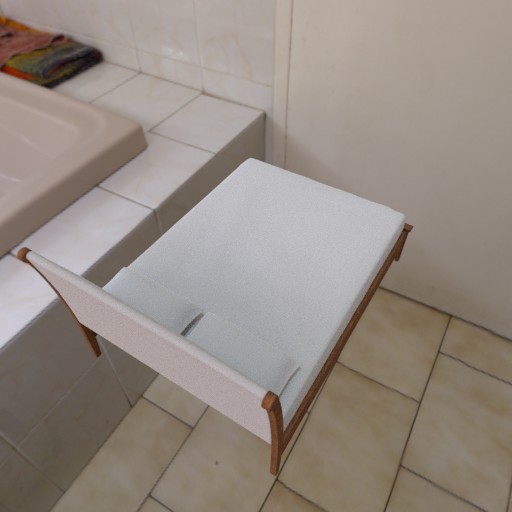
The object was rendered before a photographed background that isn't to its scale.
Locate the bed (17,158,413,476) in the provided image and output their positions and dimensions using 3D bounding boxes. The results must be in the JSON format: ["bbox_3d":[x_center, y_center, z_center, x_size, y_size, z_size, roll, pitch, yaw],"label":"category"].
[{"bbox_3d":[0.000,0.000,2.911,1.502,1.135,2.108,25,52,21],"label":"bed"}]
